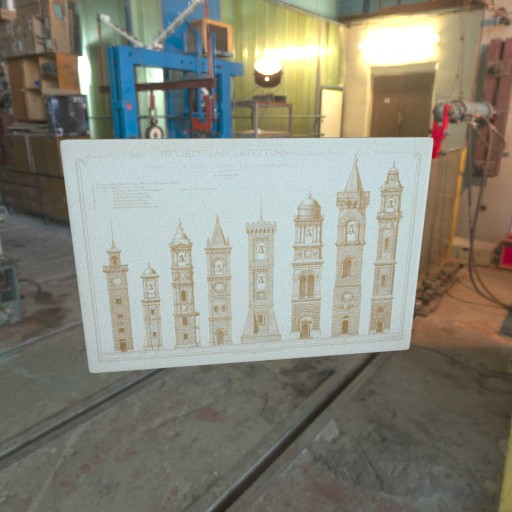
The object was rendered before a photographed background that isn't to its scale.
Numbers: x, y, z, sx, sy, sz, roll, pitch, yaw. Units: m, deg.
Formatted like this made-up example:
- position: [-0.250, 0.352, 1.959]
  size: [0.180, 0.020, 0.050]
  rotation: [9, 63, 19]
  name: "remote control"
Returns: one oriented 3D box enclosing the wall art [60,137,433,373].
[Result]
- position: [0.000, 0.000, 0.493]
  size: [0.380, 0.254, 0.019]
  rotation: [-2, 18, -8]
  name: "wall art"
